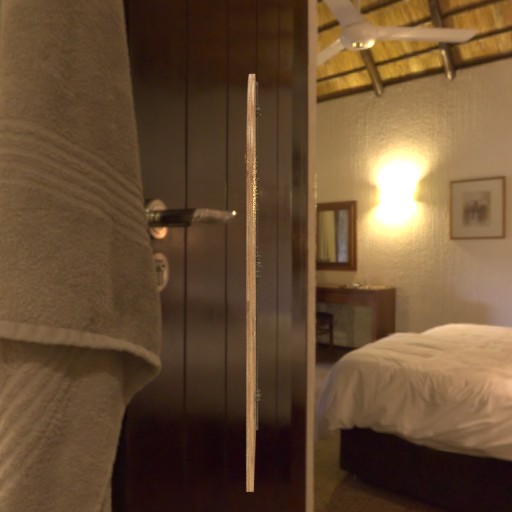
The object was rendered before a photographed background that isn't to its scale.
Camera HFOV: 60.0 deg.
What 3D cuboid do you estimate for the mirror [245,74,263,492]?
[{"bbox_3d":[0.000,0.000,1.165,0.032,0.915,0.609,0,0,1],"label":"mirror"}]
